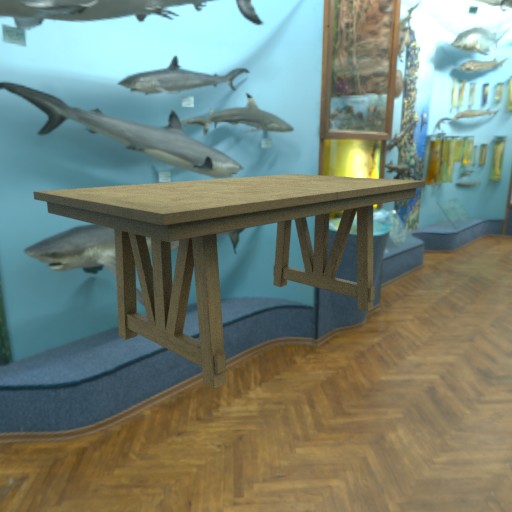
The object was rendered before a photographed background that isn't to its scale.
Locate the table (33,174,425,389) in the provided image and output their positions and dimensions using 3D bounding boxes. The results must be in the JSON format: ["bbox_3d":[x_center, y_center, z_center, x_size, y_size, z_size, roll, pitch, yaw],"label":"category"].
[{"bbox_3d":[0.000,0.000,2.435,1.016,0.768,1.881,13,19,42],"label":"table"}]
